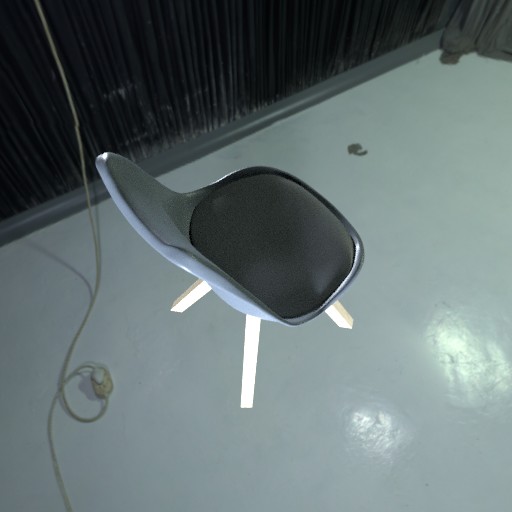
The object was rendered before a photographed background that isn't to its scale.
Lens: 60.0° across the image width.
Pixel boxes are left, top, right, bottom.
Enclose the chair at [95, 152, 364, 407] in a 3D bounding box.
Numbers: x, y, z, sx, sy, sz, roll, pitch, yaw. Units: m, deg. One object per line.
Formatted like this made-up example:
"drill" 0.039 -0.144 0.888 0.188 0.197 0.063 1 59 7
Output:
"chair" 0.000 0.000 1.176 0.550 0.850 0.485 -33 65 -18
